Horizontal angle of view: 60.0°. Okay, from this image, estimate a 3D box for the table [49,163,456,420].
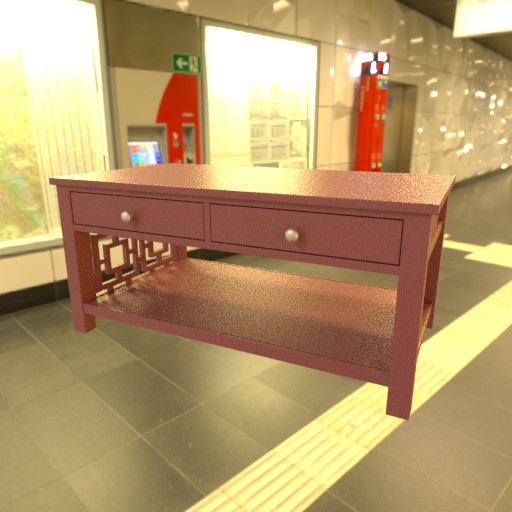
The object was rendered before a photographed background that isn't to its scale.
[{"bbox_3d":[0.000,0.000,1.394,1.068,0.493,0.612,8,18,25],"label":"table"}]
